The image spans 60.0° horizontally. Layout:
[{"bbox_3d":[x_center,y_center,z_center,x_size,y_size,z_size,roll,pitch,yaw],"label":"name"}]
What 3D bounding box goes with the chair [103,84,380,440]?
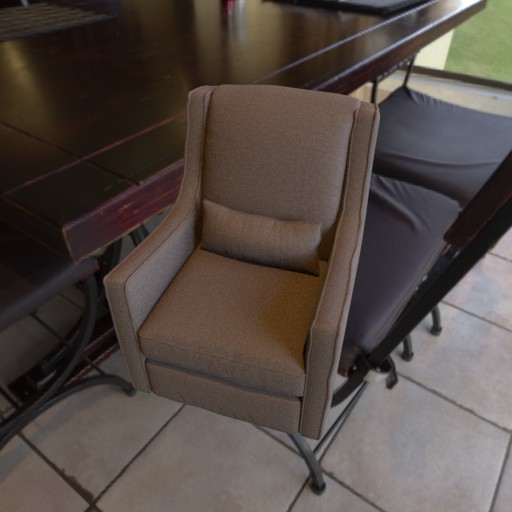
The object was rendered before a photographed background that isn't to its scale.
[{"bbox_3d":[0.000,0.000,1.638,0.732,0.993,0.879,11,41,13],"label":"chair"}]
